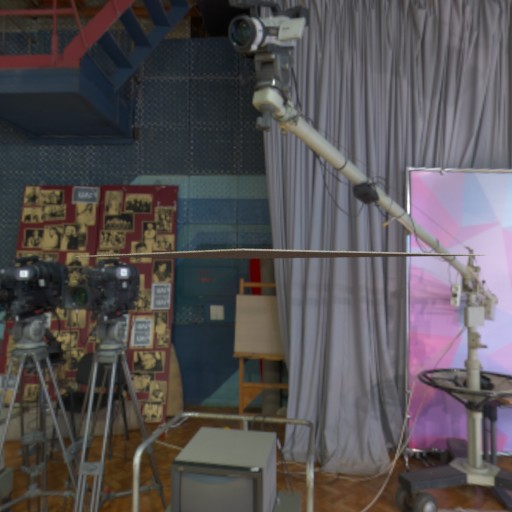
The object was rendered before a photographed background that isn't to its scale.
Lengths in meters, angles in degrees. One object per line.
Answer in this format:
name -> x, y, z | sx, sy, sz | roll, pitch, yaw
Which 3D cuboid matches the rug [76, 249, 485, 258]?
rug -> 0.000, 0.000, 4.106 | 2.440, 0.008, 3.036 | 1, -1, -37
